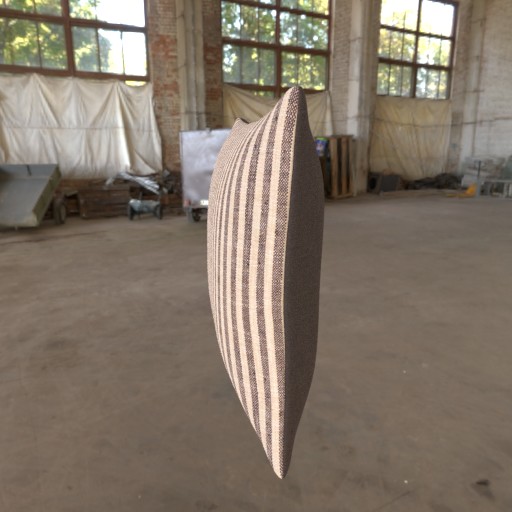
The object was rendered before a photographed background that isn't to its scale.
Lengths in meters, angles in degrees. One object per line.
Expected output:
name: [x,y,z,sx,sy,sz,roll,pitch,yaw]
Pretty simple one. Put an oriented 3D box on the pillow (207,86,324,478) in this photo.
pillow: [0.000,0.000,0.791,0.166,0.506,0.523,-2,14,-9]
